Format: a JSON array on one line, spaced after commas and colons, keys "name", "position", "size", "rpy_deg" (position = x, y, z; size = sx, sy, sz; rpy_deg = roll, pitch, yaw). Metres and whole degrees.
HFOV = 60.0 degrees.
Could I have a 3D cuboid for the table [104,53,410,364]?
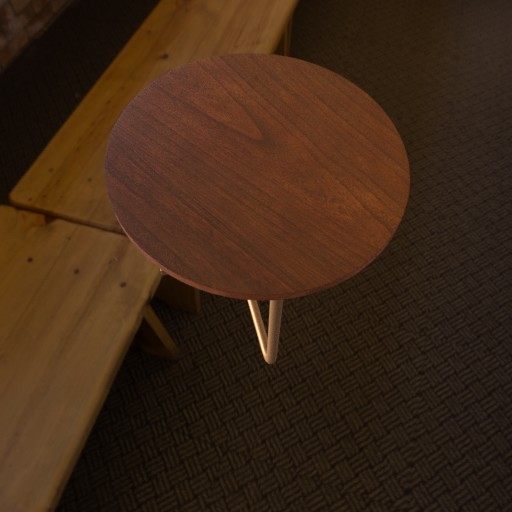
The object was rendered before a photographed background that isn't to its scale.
[{"name": "table", "position": [0.000, 0.000, 1.088], "size": [0.530, 0.706, 0.577], "rpy_deg": [-13, 59, -8]}]
